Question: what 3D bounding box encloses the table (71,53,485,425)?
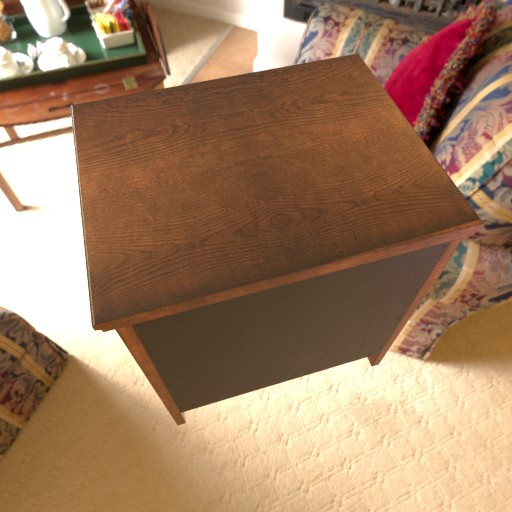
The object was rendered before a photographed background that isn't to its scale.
[{"bbox_3d":[0.000,0.000,0.990,0.586,0.597,0.461,-14,58,-9],"label":"table"}]
